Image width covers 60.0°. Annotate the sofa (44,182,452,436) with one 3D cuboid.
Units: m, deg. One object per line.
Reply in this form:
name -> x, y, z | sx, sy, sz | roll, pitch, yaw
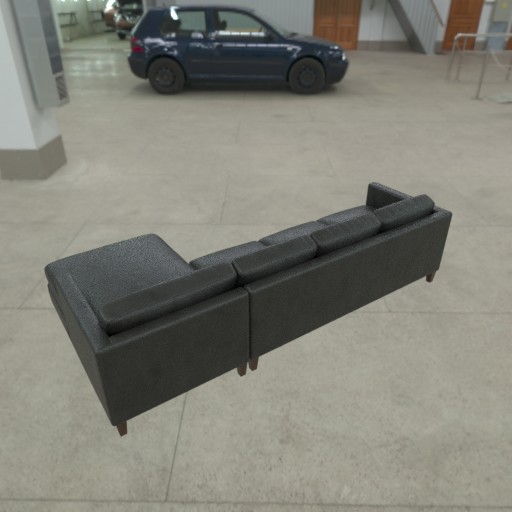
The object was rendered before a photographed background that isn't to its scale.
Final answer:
sofa -> 0.000, 0.000, 3.888 | 3.203, 0.883, 1.581 | -19, 35, -29
